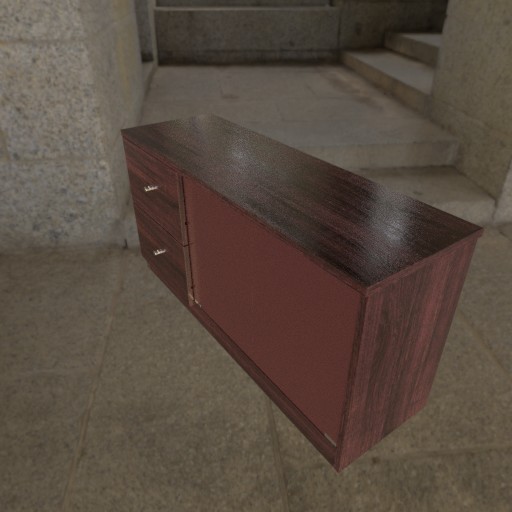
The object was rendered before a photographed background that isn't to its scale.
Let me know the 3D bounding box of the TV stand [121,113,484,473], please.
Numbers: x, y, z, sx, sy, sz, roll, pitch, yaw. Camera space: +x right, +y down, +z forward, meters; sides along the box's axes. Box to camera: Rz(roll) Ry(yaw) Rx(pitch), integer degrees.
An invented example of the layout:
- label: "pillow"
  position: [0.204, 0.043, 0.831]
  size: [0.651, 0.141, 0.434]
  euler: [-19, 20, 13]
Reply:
- label: "TV stand"
  position: [0.000, 0.000, 1.466]
  size: [0.404, 0.614, 1.192]
  euler: [-21, 38, -30]
